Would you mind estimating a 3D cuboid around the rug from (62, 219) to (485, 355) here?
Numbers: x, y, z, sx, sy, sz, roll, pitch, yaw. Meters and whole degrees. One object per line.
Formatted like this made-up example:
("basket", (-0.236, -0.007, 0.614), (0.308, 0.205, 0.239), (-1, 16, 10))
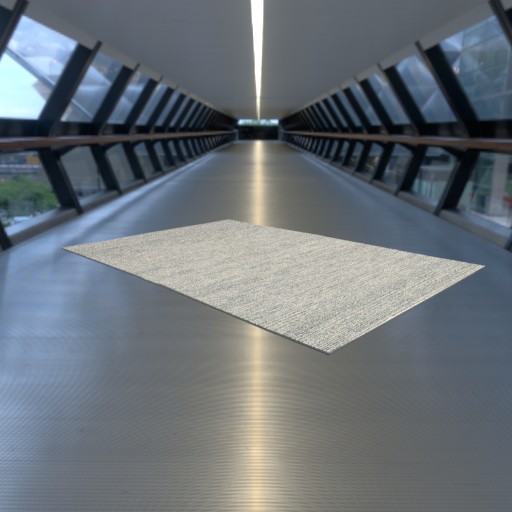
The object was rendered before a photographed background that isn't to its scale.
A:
("rug", (0.000, 0.000, 2.934), (2.338, 0.030, 1.616), (14, 20, 43))
